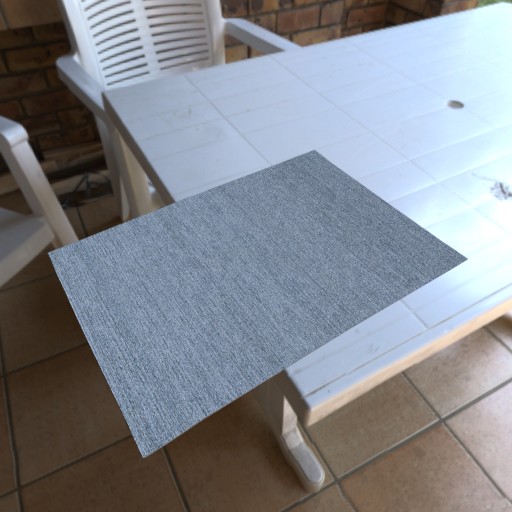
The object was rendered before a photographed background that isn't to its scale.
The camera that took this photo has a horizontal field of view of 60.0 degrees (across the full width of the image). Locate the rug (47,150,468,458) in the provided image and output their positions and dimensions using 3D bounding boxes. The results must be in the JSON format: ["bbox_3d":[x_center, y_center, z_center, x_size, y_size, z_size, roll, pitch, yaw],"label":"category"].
[{"bbox_3d":[0.000,0.000,2.981,2.338,0.030,1.616,-25,51,-23],"label":"rug"}]
